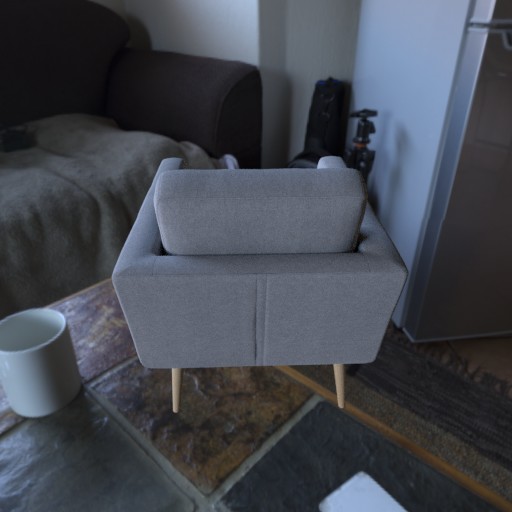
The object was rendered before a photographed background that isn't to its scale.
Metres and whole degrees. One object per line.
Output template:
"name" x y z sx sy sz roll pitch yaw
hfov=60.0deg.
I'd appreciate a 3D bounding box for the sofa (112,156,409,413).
"sofa" 0.000 0.000 1.591 0.770 0.860 0.920 -1 31 -2
